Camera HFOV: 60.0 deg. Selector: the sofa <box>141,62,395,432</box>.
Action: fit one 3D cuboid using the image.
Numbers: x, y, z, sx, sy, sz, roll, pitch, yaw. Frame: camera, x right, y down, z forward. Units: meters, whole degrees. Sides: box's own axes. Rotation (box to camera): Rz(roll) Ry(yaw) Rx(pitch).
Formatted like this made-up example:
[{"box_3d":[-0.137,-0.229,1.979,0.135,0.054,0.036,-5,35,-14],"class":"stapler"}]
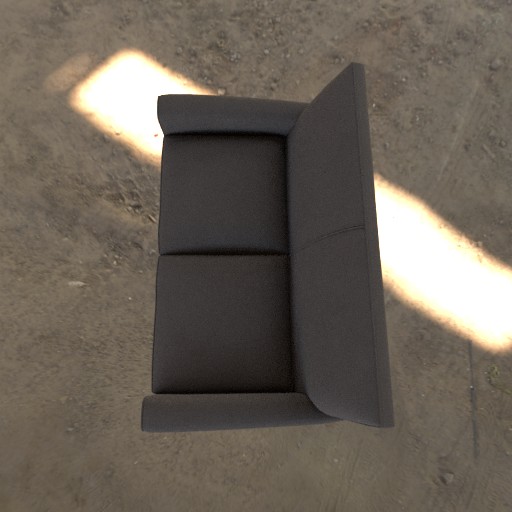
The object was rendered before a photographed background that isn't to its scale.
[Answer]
[{"box_3d":[0.000,0.000,1.966,0.871,0.846,1.420,-1,75,0],"class":"sofa"}]
